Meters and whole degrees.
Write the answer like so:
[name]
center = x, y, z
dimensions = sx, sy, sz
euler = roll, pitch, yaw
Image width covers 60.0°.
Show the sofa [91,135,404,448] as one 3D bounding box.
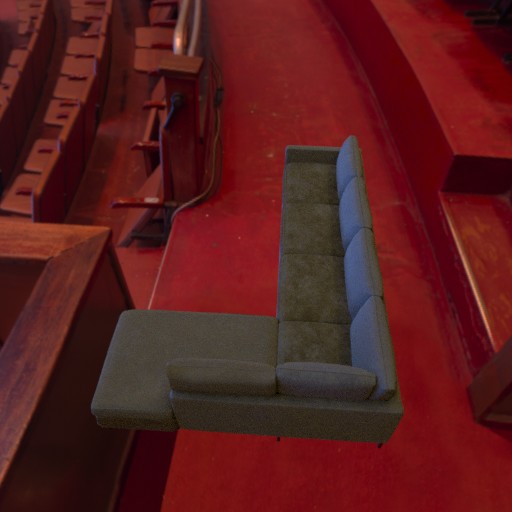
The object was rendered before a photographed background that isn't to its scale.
[sofa]
center = 0.000, 0.000, 3.259
dimensions = 1.707, 0.687, 2.486
euler = 3, 47, 3
